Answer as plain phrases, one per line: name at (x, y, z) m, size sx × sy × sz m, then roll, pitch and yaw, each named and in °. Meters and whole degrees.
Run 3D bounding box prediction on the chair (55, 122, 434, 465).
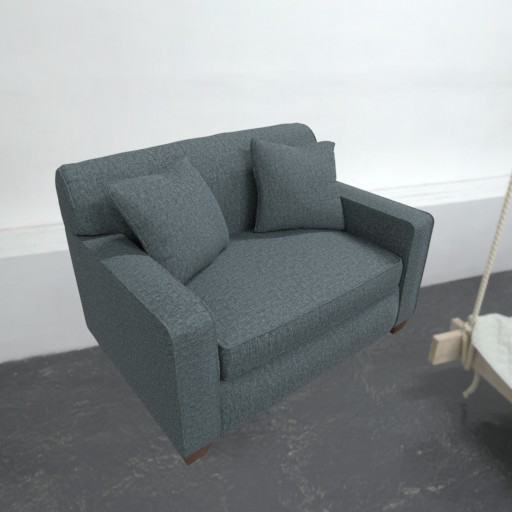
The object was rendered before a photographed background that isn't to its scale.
chair at (0.000, 0.000, 2.048) m, size 1.383 × 0.948 × 1.000 m, roll -21°, pitch 35°, yaw -33°
